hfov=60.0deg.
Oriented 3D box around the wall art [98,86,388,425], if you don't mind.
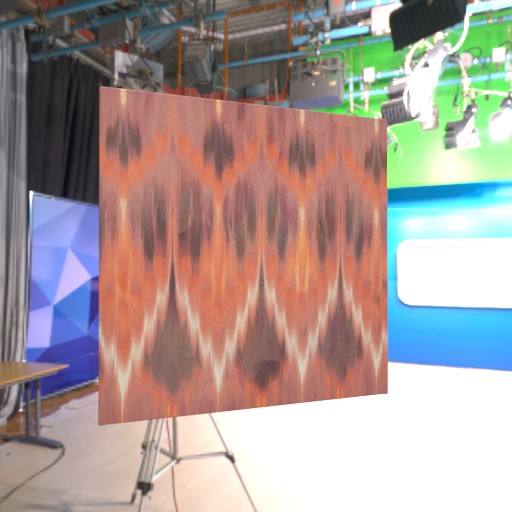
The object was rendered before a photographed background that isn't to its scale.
[{"bbox_3d":[0.000,0.000,0.904,0.603,0.609,0.037,0,-1,-18],"label":"wall art"}]
